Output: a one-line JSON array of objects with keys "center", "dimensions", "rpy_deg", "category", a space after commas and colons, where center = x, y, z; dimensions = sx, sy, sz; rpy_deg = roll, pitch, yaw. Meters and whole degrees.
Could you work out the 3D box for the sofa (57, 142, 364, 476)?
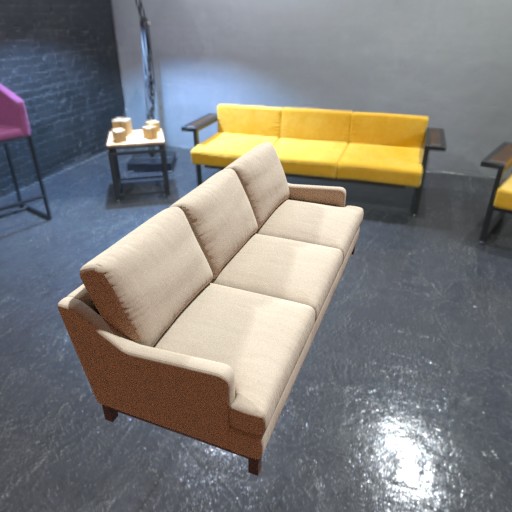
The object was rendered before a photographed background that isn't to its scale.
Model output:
[{"center": [0.000, 0.000, 2.848], "dimensions": [1.000, 0.913, 2.321], "rpy_deg": [11, 31, 19], "category": "sofa"}]
